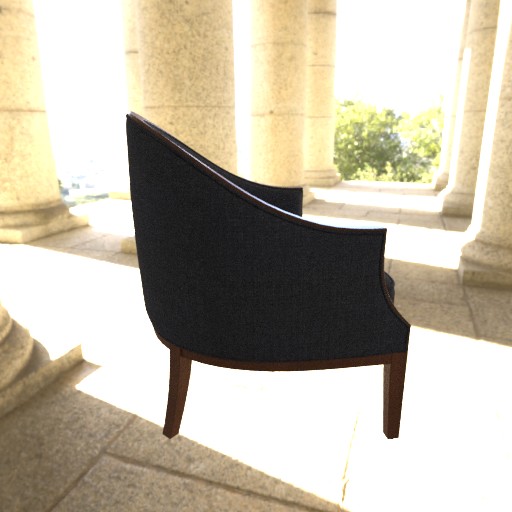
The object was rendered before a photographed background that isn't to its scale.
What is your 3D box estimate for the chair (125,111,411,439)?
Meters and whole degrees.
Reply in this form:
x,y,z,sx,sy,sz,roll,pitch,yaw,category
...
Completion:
x,y,z,sx,sy,sz,roll,pitch,yaw,category
0.000,0.000,1.416,0.735,0.876,0.803,-3,16,-9,chair
